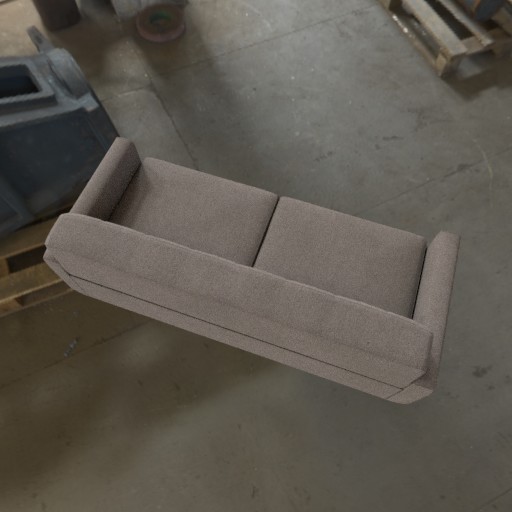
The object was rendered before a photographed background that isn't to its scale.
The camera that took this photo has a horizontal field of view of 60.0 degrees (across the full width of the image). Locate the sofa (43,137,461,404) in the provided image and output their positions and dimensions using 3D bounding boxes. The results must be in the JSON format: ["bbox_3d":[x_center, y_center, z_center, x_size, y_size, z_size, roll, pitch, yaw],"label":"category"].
[{"bbox_3d":[0.000,0.000,2.459,2.029,0.841,0.909,17,66,8],"label":"sofa"}]
